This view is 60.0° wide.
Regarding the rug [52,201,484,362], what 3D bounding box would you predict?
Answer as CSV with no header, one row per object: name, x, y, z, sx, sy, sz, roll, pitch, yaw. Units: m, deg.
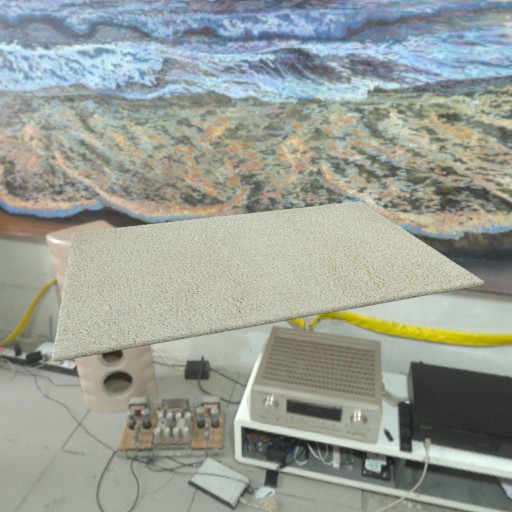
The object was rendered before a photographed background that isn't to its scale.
rug,0.000,0.000,3.015,2.438,0.030,1.524,-8,28,-15
